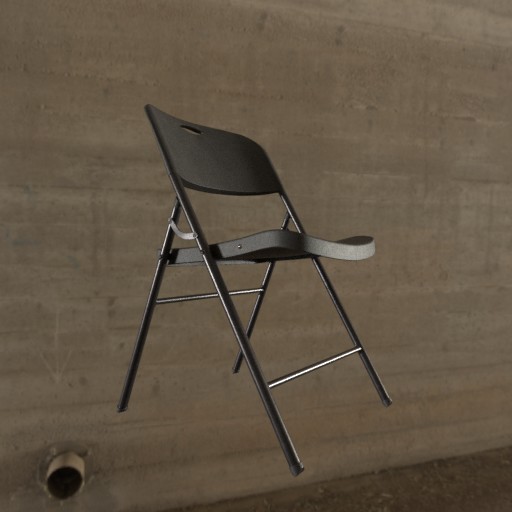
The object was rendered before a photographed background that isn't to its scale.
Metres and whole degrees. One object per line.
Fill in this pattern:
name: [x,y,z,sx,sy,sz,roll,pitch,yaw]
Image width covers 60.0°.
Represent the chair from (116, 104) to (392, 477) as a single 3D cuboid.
chair: [0.000,0.000,1.175,0.566,0.810,0.494,0,1,37]
